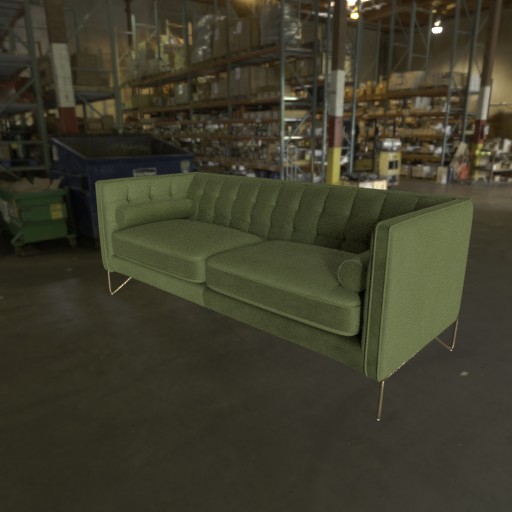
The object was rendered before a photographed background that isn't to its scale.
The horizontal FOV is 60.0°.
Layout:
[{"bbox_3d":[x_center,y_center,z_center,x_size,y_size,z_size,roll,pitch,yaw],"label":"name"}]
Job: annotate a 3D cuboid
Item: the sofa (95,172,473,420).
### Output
[{"bbox_3d":[0.000,0.000,2.561,2.087,0.789,0.867,14,21,41],"label":"sofa"}]
